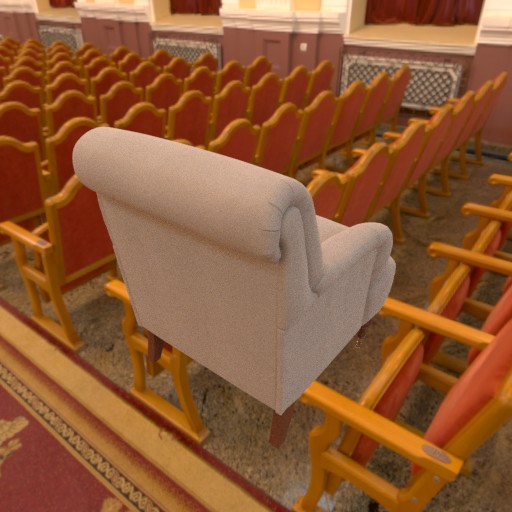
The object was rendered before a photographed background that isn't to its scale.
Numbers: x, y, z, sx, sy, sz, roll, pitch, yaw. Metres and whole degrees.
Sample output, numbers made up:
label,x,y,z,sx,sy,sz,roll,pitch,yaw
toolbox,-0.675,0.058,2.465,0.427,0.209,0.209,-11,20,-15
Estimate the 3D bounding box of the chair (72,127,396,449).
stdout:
label,x,y,z,sx,sy,sz,roll,pitch,yaw
chair,0.000,0.000,1.563,0.766,0.942,0.842,23,38,32
